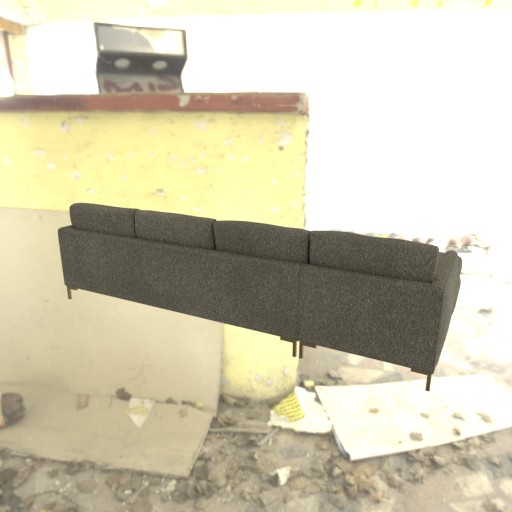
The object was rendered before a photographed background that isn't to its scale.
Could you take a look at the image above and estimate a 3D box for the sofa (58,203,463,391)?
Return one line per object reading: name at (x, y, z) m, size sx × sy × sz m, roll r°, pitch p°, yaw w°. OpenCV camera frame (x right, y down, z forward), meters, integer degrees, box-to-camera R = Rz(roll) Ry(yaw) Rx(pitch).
sofa at (0.000, 0.000, 3.500) m, size 2.932 × 0.810 × 1.350 m, roll 9°, pitch 19°, yaw 26°
